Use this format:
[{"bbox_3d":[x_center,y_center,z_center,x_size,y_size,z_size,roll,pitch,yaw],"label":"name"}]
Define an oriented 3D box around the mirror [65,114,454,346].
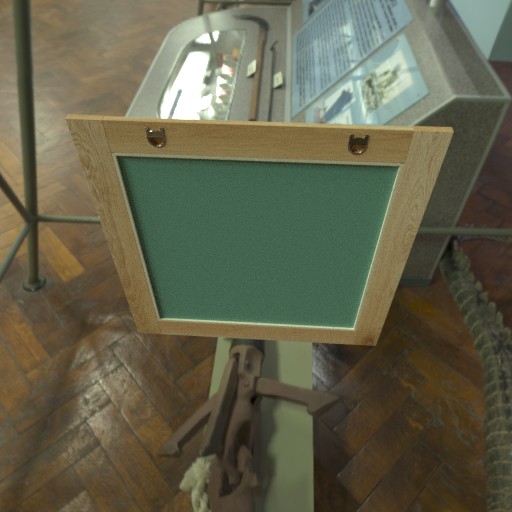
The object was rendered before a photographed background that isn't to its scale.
[{"bbox_3d":[0.000,0.000,1.206,0.800,0.800,0.020,3,47,3],"label":"mirror"}]
